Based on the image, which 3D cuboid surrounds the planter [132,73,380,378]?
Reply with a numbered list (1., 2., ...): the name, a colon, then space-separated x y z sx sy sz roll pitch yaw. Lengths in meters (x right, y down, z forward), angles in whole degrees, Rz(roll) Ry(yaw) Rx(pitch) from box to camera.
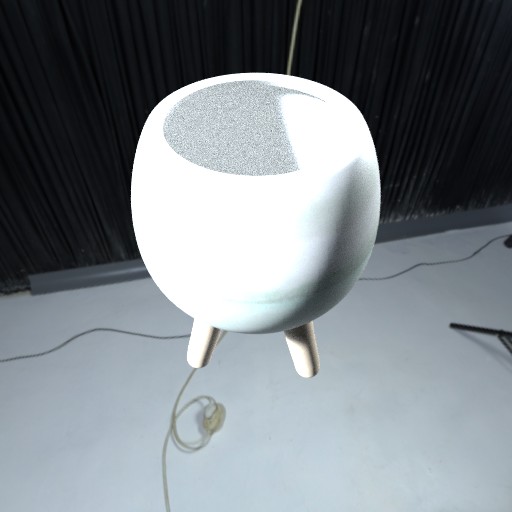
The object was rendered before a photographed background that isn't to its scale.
1. planter: 0.000 0.000 0.332 0.161 0.224 0.161 0 46 0
